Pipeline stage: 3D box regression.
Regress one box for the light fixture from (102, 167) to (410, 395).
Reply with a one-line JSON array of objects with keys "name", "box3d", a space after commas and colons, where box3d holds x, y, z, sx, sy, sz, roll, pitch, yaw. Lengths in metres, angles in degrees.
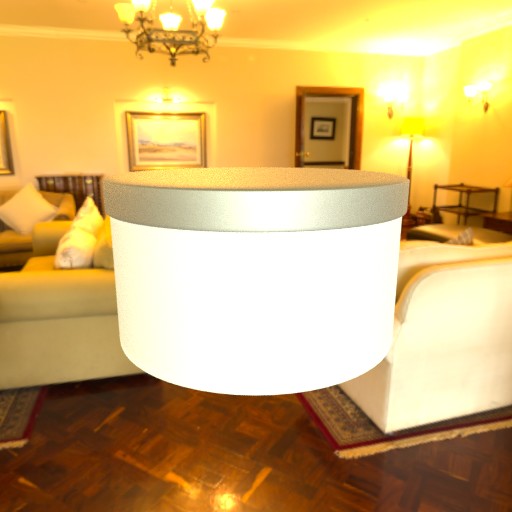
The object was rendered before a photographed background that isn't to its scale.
[{"name": "light fixture", "box3d": [0.000, 0.000, 0.625, 0.393, 0.229, 0.393, 0, 14, 0]}]
